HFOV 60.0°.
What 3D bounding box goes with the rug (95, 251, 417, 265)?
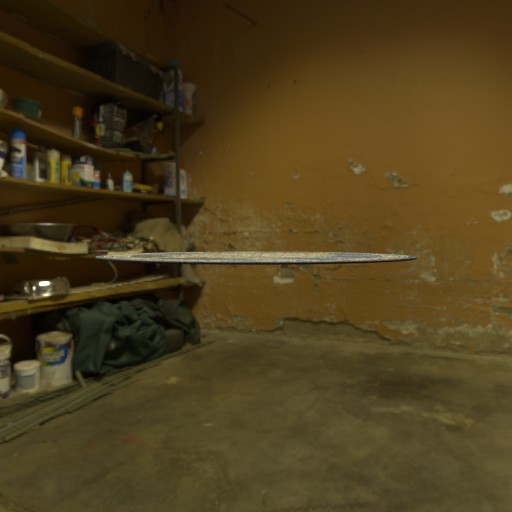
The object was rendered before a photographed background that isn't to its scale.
[{"bbox_3d":[0.000,0.000,2.329,1.591,0.010,1.591,0,2,0],"label":"rug"}]
